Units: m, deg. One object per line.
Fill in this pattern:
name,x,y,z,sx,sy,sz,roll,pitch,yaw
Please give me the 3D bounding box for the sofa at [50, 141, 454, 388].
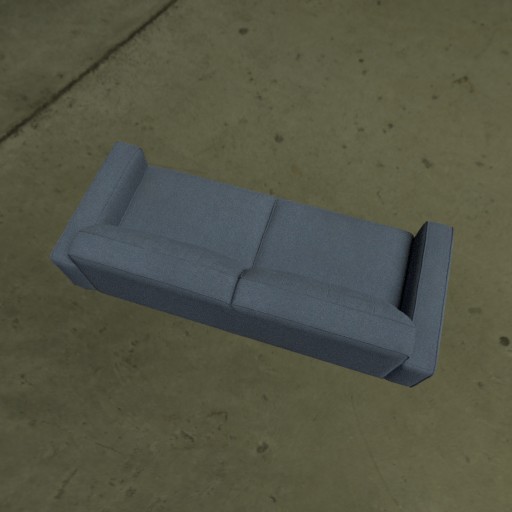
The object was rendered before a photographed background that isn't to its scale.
sofa,0.000,0.000,2.785,2.270,0.782,0.953,16,65,8
